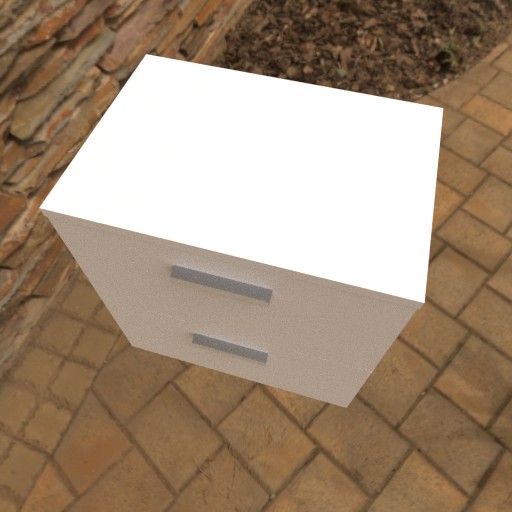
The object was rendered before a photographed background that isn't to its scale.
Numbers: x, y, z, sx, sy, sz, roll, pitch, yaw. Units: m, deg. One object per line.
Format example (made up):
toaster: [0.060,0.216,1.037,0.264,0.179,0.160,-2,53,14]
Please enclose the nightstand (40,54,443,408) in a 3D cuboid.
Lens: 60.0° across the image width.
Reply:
nightstand: [0.000,0.000,0.753,0.441,0.460,0.325,14,59,9]
